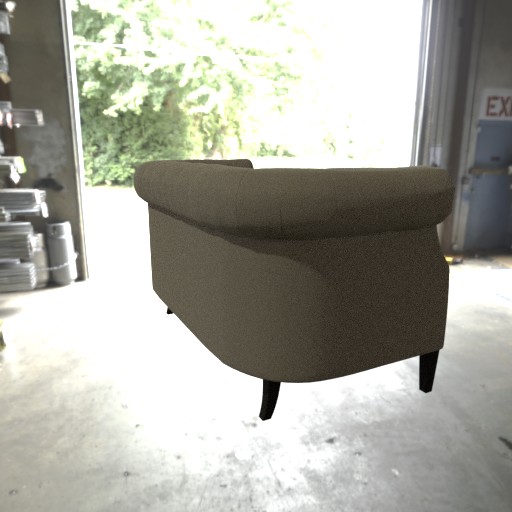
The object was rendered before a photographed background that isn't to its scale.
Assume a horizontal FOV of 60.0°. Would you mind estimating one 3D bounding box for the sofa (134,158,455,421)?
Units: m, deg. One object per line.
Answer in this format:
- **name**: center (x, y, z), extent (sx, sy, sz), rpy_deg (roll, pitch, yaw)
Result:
- **sofa**: center (0.000, 0.000, 1.973), extent (0.835, 0.827, 1.558), rpy_deg (-7, 15, -27)
